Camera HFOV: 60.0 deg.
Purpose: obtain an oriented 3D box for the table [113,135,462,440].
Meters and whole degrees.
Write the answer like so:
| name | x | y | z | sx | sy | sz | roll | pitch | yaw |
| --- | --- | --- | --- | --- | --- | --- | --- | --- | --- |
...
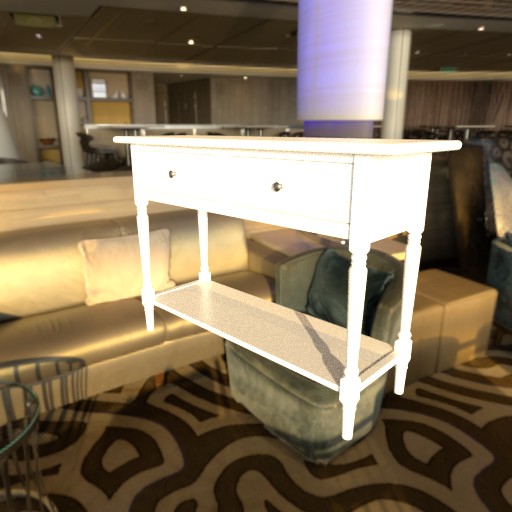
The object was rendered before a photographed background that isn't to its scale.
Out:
| name | x | y | z | sx | sy | sz | roll | pitch | yaw |
| --- | --- | --- | --- | --- | --- | --- | --- | --- | --- |
| table | 0.000 | 0.000 | 1.584 | 1.191 | 0.814 | 0.386 | 15 | 22 | 42 |
